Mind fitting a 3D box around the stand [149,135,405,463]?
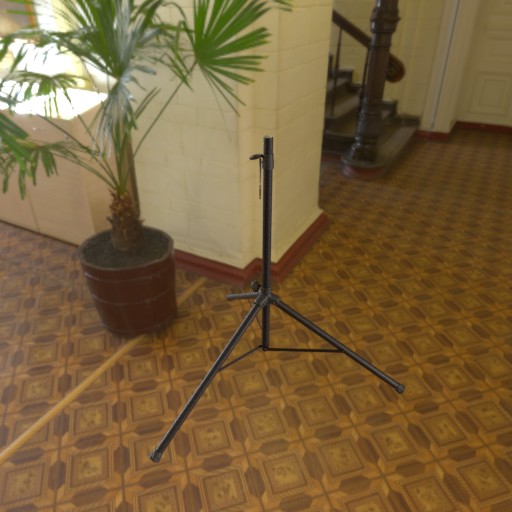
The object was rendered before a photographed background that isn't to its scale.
[{"bbox_3d":[0.000,0.000,2.713,1.596,1.595,1.339,-9,33,-15],"label":"stand"}]
